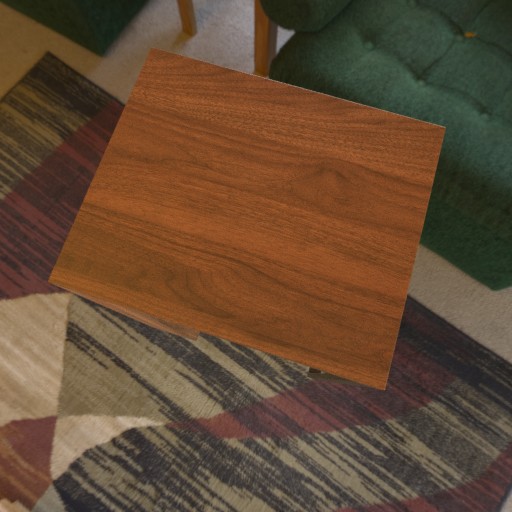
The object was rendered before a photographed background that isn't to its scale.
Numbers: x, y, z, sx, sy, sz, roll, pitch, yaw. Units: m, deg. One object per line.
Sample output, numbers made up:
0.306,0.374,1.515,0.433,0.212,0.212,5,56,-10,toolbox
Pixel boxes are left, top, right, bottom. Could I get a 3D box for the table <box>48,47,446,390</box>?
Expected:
0.000,0.000,1.560,0.786,1.041,0.660,17,76,4,table
